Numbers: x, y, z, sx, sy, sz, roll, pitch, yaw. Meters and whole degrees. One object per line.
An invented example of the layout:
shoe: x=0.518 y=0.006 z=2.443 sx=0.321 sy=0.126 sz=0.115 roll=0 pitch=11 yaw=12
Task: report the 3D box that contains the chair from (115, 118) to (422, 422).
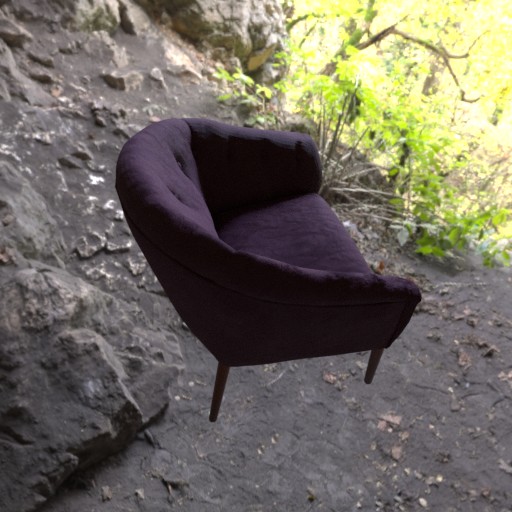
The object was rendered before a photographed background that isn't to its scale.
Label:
chair: x=0.000 y=0.000 z=1.521 sx=0.776 sy=0.885 sz=0.851 roll=-12 pitch=48 yaw=-11
